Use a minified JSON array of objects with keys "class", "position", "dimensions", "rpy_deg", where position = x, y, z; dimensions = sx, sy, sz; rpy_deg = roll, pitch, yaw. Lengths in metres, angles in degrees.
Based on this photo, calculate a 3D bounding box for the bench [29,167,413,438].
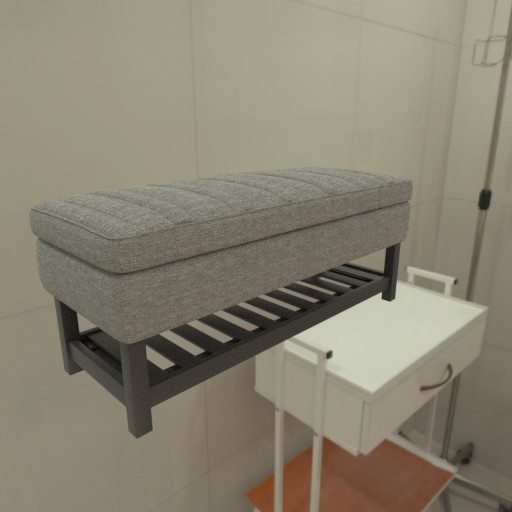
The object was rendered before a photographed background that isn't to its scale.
[{"class":"bench","position":[0.000,0.000,1.302],"dimensions":[1.100,0.470,0.429],"rpy_deg":[-16,23,-42]}]
